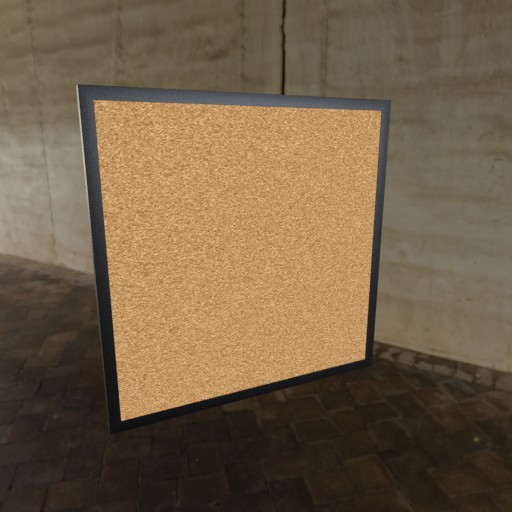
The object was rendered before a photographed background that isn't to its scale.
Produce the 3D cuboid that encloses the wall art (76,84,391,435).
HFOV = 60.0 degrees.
[{"bbox_3d":[0.000,0.000,1.096,0.756,0.755,0.036,-7,16,-25],"label":"wall art"}]
